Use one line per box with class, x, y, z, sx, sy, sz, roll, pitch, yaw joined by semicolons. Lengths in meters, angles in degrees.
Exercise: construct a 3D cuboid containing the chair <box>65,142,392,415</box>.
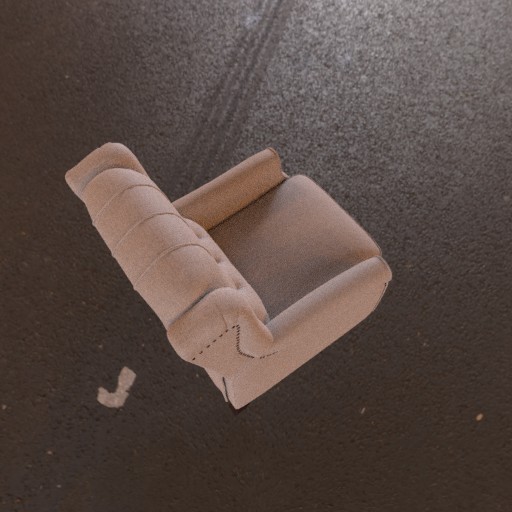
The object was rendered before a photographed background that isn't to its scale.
chair;0.000;0.000;1.644;0.902;1.035;0.742;-32;64;-17
